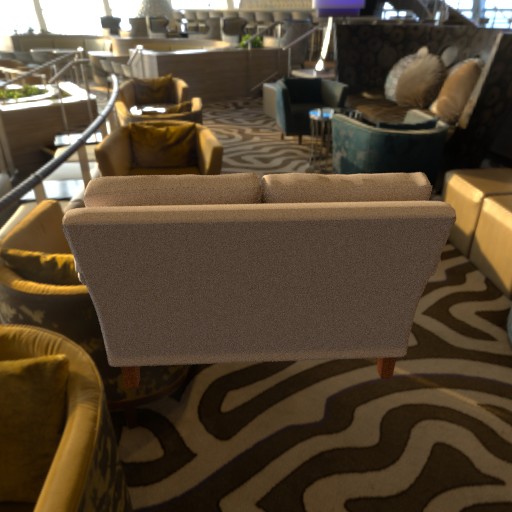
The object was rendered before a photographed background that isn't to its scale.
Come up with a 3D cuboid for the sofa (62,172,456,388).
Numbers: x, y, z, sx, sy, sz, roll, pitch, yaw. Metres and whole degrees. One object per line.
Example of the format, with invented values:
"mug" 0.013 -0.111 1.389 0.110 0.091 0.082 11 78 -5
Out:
"sofa" 0.000 0.000 2.270 1.508 1.048 1.087 -1 29 -2
